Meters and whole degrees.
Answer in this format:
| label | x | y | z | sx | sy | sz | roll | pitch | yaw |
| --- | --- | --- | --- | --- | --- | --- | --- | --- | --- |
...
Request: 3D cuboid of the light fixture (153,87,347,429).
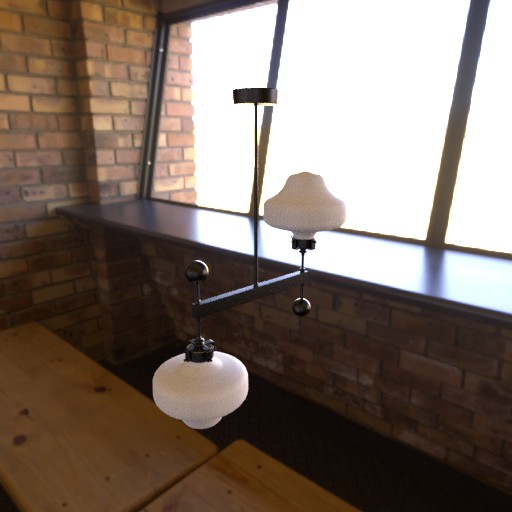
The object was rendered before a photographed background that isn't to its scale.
| label | x | y | z | sx | sy | sz | roll | pitch | yaw |
| --- | --- | --- | --- | --- | --- | --- | --- | --- | --- |
| light fixture | 0.000 | 0.000 | 1.053 | 0.422 | 0.743 | 0.489 | 3 | 16 | 9 |
